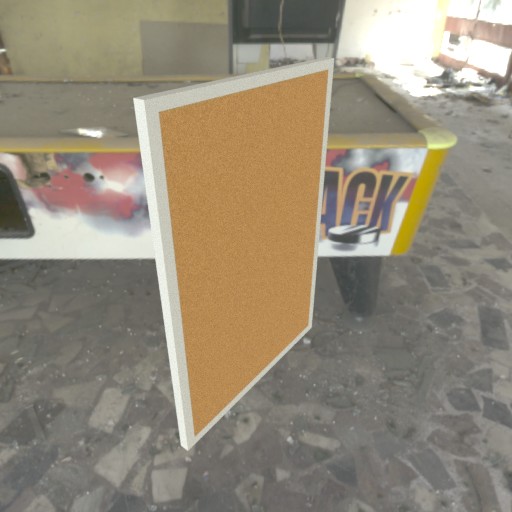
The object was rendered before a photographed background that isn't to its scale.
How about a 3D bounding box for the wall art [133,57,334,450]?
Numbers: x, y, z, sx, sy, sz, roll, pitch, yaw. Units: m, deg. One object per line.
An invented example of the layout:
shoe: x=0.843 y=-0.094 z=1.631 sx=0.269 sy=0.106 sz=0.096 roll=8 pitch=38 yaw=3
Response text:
wall art: x=0.000 y=0.000 z=0.562 sx=0.013 sy=0.433 sz=0.303 roll=22 pitch=37 yaw=31
